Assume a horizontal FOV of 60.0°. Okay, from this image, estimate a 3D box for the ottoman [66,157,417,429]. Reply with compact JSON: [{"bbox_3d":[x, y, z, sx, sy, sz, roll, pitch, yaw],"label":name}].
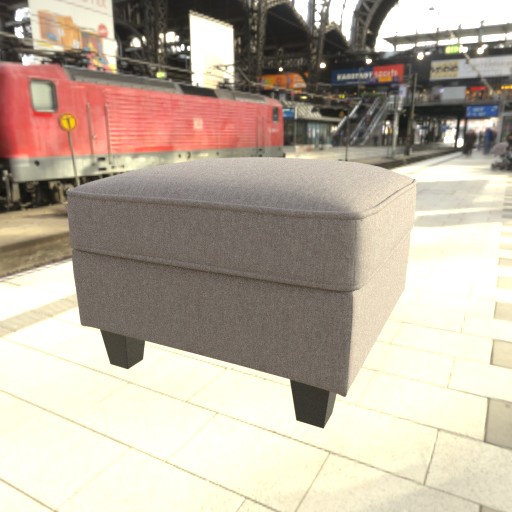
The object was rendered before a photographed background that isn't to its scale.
[{"bbox_3d":[0.000,0.000,1.419,0.871,0.612,0.808,8,17,26],"label":"ottoman"}]
